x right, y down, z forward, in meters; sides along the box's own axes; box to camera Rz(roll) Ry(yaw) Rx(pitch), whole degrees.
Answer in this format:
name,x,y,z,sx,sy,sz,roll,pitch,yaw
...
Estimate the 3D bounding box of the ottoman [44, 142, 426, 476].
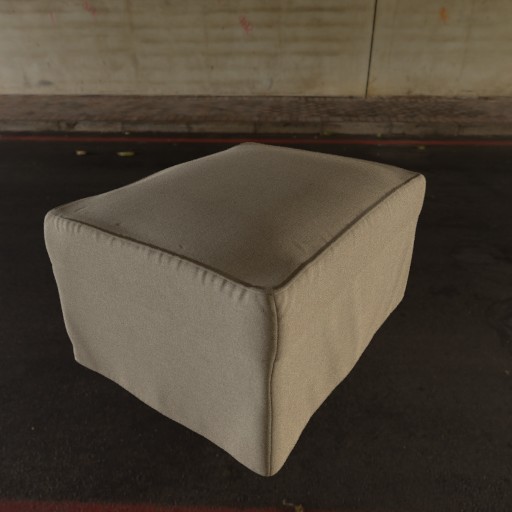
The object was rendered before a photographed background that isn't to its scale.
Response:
name,x,y,z,sx,sy,sz,roll,pitch,yaw
ottoman,0.000,0.000,1.223,0.650,0.485,0.833,18,33,30
